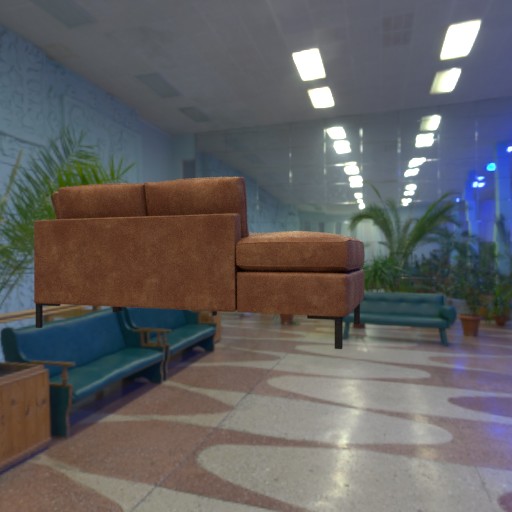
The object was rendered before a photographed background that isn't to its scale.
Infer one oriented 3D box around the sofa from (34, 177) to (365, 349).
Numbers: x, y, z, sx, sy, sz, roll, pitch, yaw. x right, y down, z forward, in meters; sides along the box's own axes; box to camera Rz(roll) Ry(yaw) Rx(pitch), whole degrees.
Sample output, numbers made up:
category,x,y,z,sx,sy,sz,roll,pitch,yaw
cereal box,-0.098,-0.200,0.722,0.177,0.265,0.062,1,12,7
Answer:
category,x,y,z,sx,sy,sz,roll,pitch,yaw
sofa,0.000,0.000,3.796,1.938,0.877,2.984,0,0,19
